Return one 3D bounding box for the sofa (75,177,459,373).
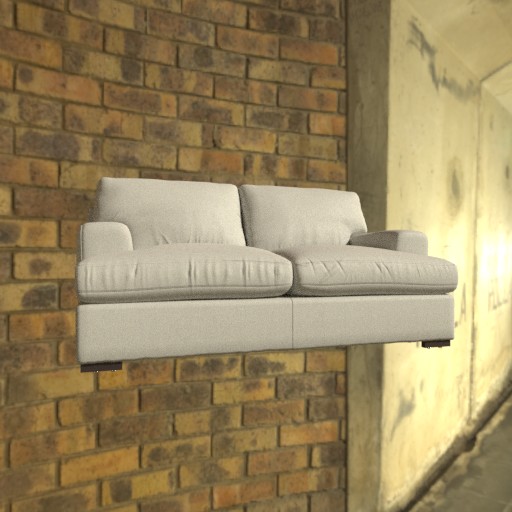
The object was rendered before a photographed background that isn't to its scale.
[{"bbox_3d":[0.000,0.000,2.498,1.880,0.940,1.143,0,-1,-18],"label":"sofa"}]
